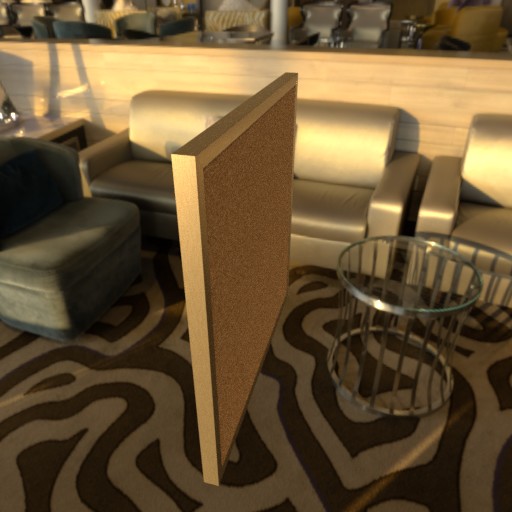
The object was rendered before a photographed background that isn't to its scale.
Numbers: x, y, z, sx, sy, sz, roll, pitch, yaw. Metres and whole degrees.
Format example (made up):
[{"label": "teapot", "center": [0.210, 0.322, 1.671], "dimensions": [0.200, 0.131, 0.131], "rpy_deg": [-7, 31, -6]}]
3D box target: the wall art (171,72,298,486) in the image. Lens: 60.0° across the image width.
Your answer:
[{"label": "wall art", "center": [0.000, 0.000, 1.129], "dimensions": [0.036, 0.765, 0.767], "rpy_deg": [8, 32, 13]}]
